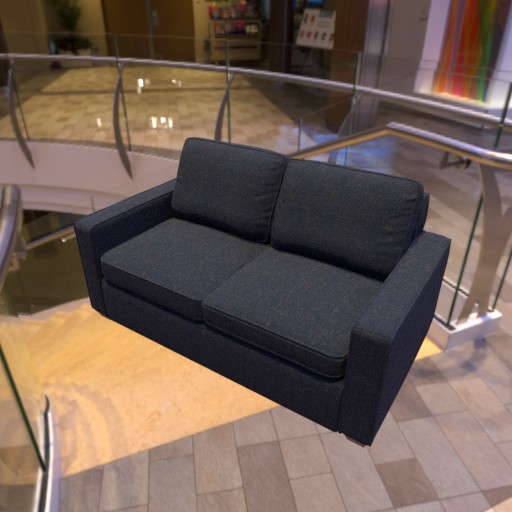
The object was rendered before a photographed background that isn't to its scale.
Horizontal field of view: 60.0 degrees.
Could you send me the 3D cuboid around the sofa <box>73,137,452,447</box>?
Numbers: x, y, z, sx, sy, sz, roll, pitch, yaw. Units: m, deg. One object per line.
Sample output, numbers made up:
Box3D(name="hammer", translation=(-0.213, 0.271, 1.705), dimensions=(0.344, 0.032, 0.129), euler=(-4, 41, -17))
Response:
Box3D(name="sofa", translation=(0.000, 0.000, 2.290), dimensions=(1.709, 0.918, 0.947), euler=(18, 34, 29))
